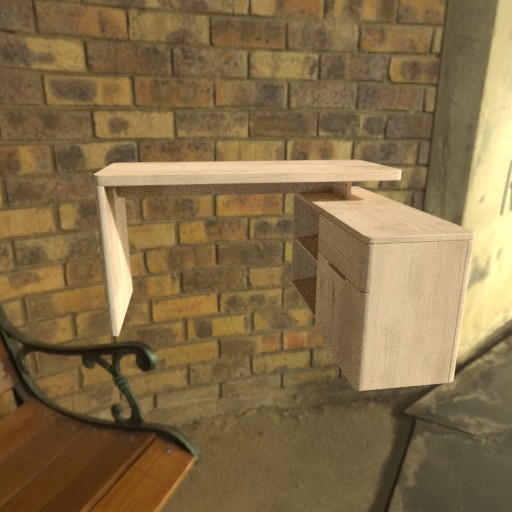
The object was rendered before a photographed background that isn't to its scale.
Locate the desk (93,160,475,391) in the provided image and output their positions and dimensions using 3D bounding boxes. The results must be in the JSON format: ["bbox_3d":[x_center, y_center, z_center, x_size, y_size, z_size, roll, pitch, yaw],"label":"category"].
[{"bbox_3d":[0.000,0.000,2.070,1.400,0.770,1.175,-3,17,-8],"label":"desk"}]
